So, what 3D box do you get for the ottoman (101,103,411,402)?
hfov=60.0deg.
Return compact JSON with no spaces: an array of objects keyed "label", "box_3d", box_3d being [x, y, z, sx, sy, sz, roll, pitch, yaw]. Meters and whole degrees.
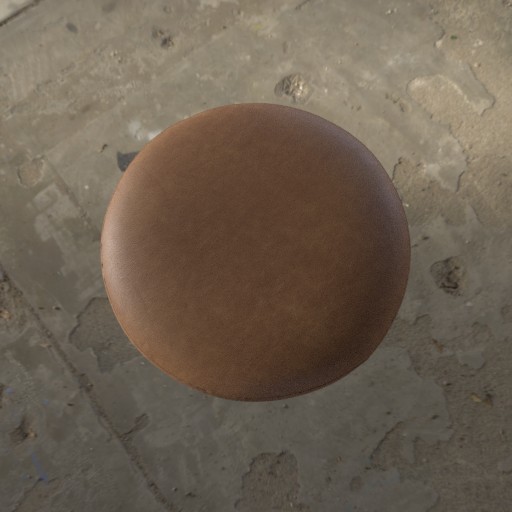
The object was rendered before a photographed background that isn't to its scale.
[{"label":"ottoman","box_3d":[0.000,0.000,1.252,0.771,0.460,0.771,0,75,0]}]
